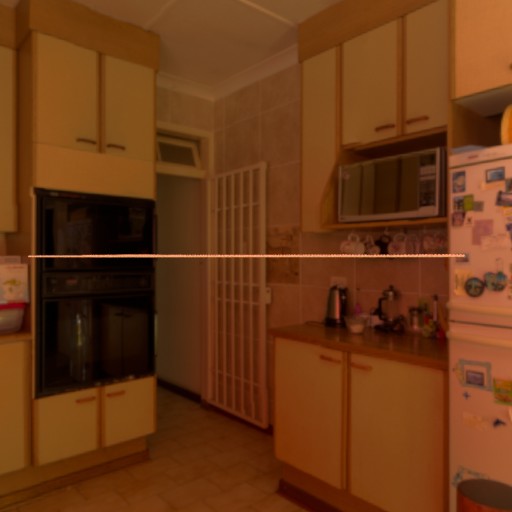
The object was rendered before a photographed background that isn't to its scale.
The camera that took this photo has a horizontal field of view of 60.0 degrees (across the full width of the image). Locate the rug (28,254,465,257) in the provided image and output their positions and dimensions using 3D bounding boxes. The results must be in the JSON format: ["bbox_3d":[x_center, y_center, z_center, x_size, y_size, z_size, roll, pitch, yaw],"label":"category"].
[{"bbox_3d":[0.000,0.000,3.038,2.436,0.015,1.521,0,0,19],"label":"rug"}]
